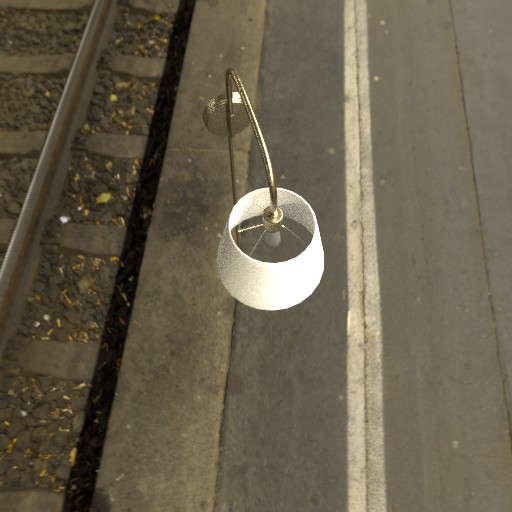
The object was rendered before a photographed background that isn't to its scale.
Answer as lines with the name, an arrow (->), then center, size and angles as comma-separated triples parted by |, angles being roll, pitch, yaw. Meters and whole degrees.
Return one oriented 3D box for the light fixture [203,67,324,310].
light fixture -> 0.000, 0.000, 0.468 | 0.092, 0.399, 0.176 | -15, 66, -7
